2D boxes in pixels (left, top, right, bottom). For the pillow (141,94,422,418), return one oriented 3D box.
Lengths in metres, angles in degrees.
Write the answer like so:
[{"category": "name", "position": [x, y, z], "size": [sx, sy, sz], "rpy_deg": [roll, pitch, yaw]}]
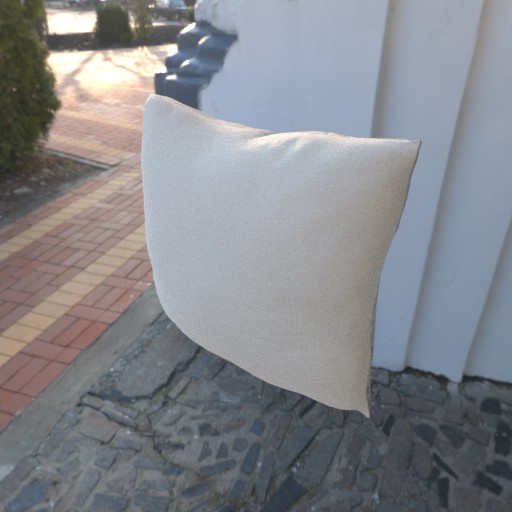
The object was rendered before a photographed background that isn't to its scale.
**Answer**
[{"category": "pillow", "position": [0.000, 0.000, 0.710], "size": [0.450, 0.448, 0.245], "rpy_deg": [21, 37, 31]}]
